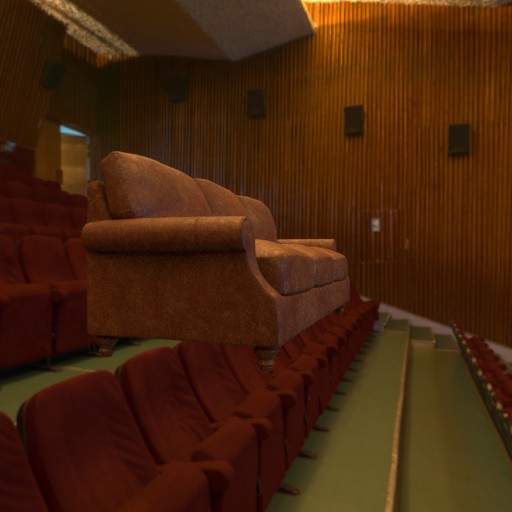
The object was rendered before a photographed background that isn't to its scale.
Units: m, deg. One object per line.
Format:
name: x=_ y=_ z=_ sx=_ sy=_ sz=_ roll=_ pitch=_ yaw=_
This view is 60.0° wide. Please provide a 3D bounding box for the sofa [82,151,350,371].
sofa: x=0.000 y=0.000 z=2.947 sx=0.973 sy=0.977 sz=2.351 roll=0 pitch=0 yaw=19
